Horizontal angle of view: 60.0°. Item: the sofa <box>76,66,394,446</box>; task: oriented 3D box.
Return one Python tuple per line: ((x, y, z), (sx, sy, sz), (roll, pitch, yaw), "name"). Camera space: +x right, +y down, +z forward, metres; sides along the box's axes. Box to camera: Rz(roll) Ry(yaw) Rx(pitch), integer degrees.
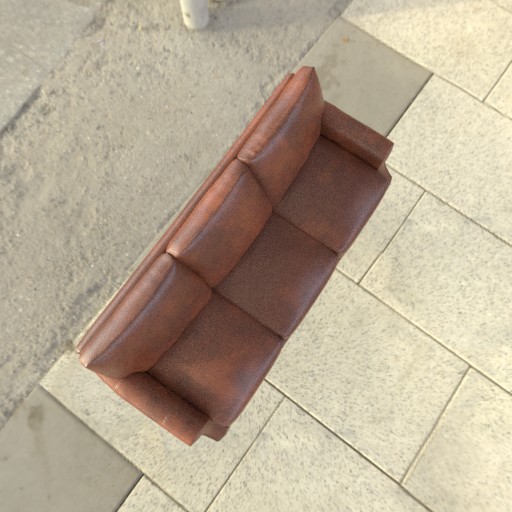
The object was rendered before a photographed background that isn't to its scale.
((0.000, 0.000, 2.912), (0.973, 0.977, 2.351), (34, 78, 8), "sofa")
